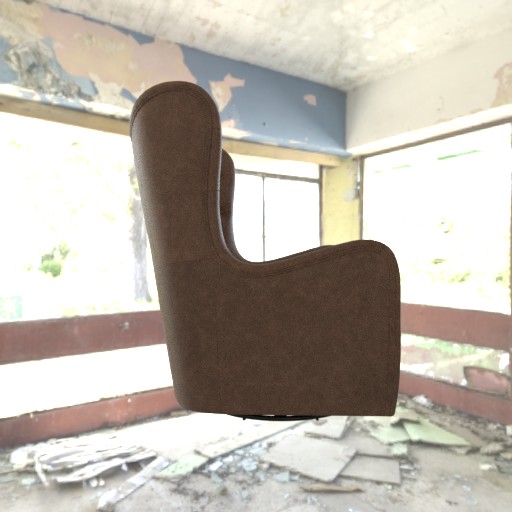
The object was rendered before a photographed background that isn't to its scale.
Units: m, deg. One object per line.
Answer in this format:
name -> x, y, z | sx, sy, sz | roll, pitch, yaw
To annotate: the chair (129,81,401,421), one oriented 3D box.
chair -> 0.000, 0.000, 1.752 | 0.930, 1.079, 0.831 | 0, 0, 1
